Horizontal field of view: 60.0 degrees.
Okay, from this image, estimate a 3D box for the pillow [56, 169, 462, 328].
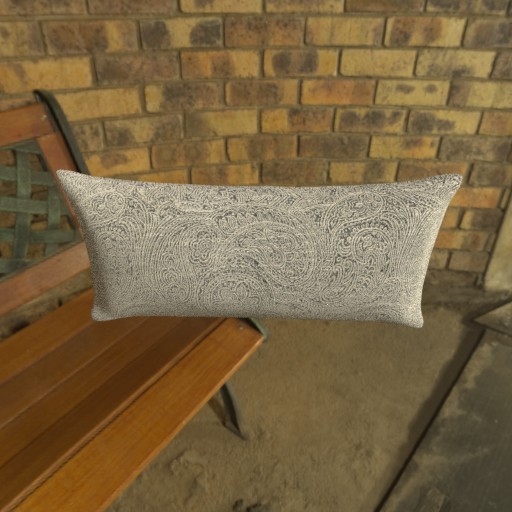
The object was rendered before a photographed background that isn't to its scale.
[{"bbox_3d":[0.000,0.000,0.743,0.615,0.295,0.151,1,31,2],"label":"pillow"}]
